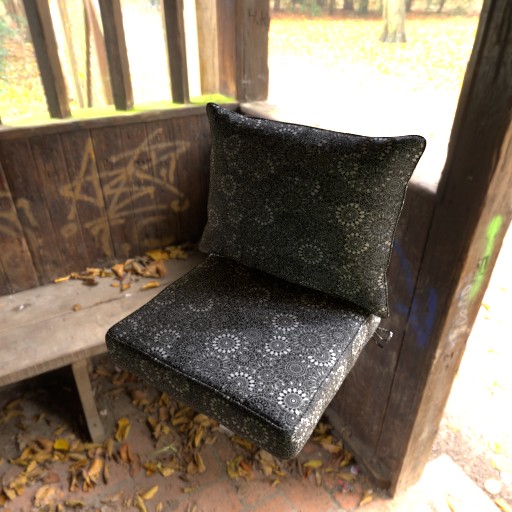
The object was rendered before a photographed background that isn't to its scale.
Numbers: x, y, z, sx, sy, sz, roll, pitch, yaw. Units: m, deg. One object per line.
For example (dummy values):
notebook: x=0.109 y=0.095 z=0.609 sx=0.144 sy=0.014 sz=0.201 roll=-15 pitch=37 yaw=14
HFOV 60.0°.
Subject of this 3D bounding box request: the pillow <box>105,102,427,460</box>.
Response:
pillow: x=0.000 y=0.000 z=1.365 sx=0.798 sy=0.722 sz=0.740 roll=19 pitch=37 yaw=27
